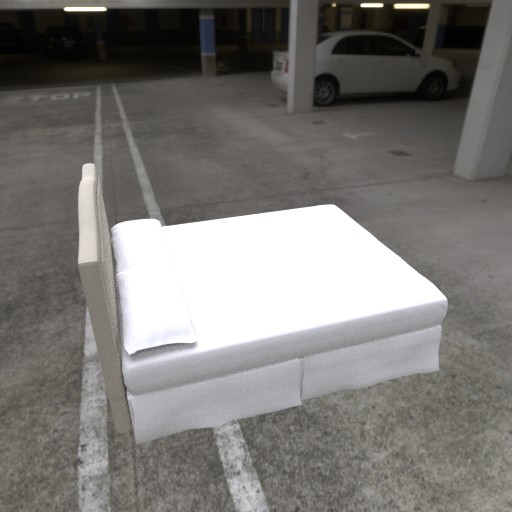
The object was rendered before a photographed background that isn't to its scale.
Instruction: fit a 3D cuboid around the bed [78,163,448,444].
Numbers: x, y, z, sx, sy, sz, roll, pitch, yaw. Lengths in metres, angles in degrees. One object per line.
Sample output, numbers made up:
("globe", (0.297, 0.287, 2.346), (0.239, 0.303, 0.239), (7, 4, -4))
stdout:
("bed", (0.000, 0.000, 3.611), (2.477, 1.437, 1.977), (-9, 31, -16))
